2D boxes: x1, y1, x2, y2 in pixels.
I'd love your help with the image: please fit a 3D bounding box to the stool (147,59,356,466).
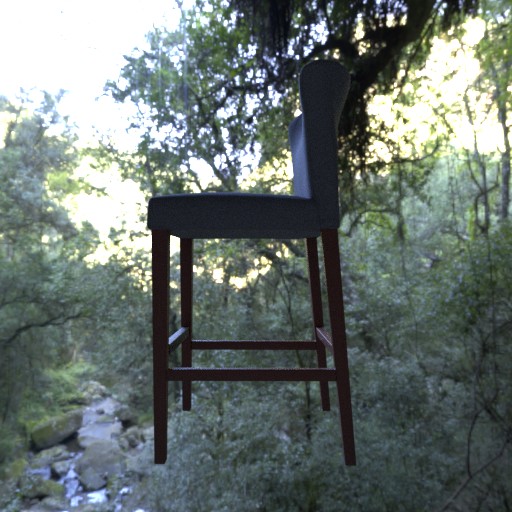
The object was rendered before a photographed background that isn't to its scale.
[{"bbox_3d":[0.000,0.000,1.353,0.568,1.069,0.481,0,-1,1],"label":"stool"}]
